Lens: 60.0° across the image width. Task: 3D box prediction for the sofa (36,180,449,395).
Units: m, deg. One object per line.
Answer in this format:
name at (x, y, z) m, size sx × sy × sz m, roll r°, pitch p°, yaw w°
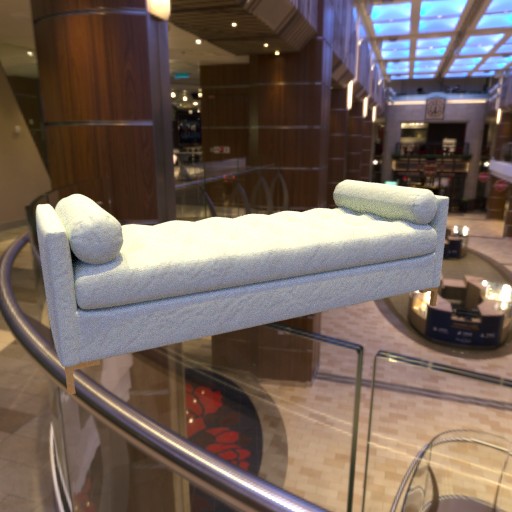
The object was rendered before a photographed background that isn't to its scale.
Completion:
sofa at (0.000, 0.000, 2.422) m, size 2.102 × 0.705 × 0.796 m, roll -8°, pitch 17°, yaw -27°
